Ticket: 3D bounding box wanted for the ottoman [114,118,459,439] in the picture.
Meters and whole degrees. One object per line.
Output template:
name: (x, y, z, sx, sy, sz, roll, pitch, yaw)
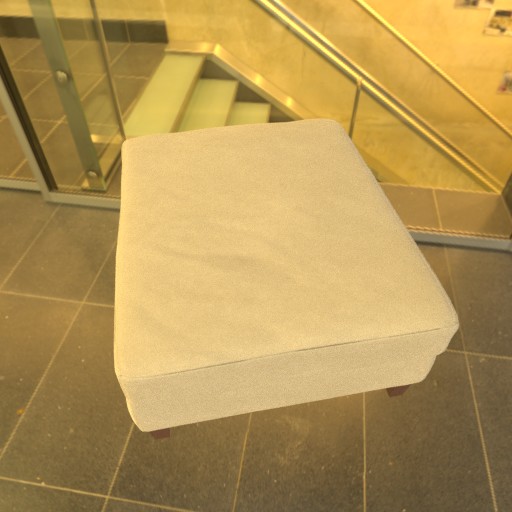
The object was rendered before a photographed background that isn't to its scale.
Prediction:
ottoman: (0.000, 0.000, 1.469, 0.836, 0.492, 1.002, -8, 47, -7)
